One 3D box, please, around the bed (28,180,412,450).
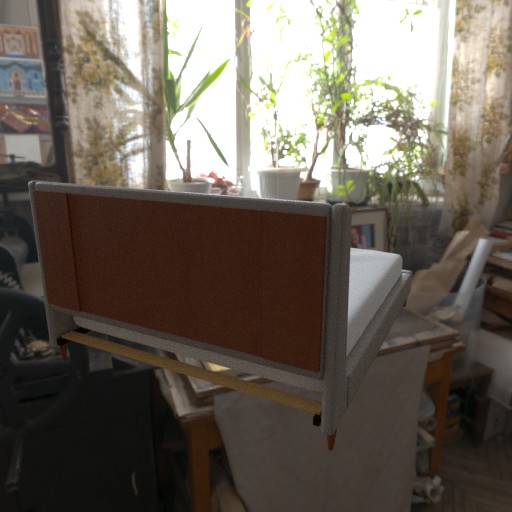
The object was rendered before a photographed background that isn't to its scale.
[{"bbox_3d":[0.000,0.000,3.484,2.062,1.289,2.342,8,18,26],"label":"bed"}]
